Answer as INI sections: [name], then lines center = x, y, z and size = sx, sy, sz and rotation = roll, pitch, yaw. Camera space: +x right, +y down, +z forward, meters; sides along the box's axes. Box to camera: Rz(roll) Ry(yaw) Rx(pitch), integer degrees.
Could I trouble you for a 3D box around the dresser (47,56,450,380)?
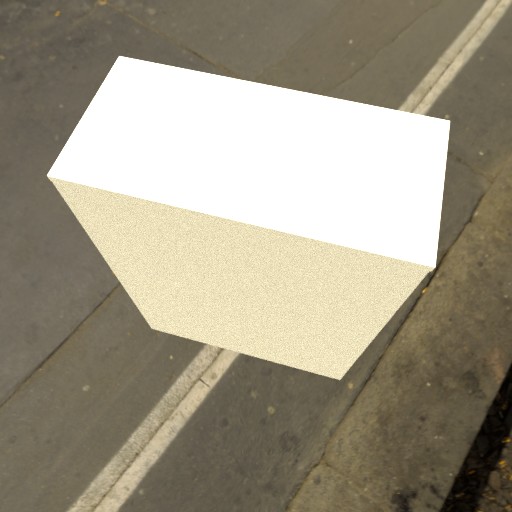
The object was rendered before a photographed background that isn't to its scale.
[dresser]
center = 0.000, 0.000, 1.423
size = 0.800, 1.040, 0.380
rotation = 14, 64, 7
